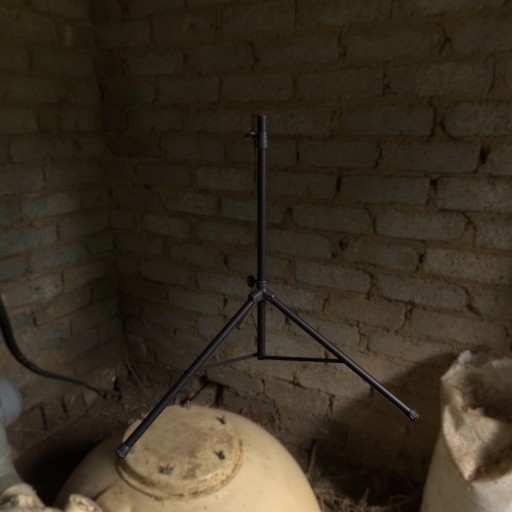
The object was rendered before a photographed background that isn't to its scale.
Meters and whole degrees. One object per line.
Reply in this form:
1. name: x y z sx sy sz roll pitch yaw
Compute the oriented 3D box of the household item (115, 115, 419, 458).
1. household item: 0.000 0.000 2.651 1.596 1.595 1.339 -3 17 -9
